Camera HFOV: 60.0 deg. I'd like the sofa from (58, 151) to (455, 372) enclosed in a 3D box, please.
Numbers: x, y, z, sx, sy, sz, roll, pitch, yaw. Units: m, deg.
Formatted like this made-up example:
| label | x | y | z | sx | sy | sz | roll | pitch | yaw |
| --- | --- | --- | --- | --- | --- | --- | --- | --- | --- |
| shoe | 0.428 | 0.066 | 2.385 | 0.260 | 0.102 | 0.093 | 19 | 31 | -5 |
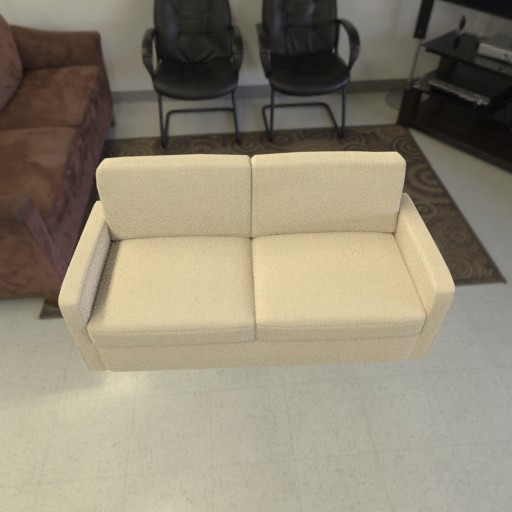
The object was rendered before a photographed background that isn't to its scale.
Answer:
| label | x | y | z | sx | sy | sz | roll | pitch | yaw |
| --- | --- | --- | --- | --- | --- | --- | --- | --- | --- |
| sofa | 0.000 | 0.000 | 2.359 | 1.808 | 0.831 | 0.894 | -2 | 46 | -2 |
